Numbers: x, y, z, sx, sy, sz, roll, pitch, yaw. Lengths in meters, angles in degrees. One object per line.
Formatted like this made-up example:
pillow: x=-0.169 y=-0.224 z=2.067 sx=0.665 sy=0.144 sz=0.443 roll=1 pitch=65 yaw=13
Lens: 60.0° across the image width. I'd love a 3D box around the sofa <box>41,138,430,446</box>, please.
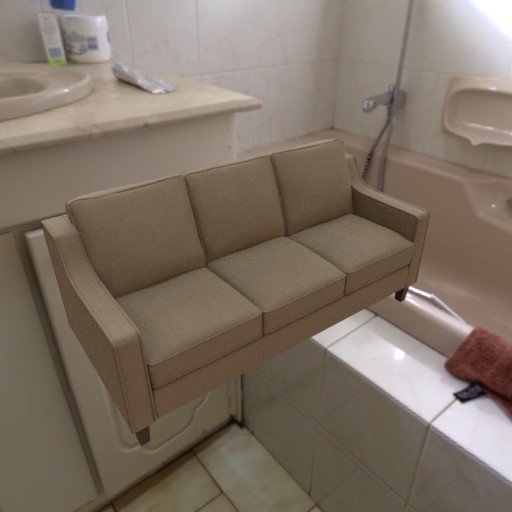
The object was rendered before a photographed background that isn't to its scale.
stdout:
sofa: x=0.000 y=0.000 z=2.550 sx=1.986 sy=0.974 sz=0.911 roll=-21 pitch=36 yaw=-31
